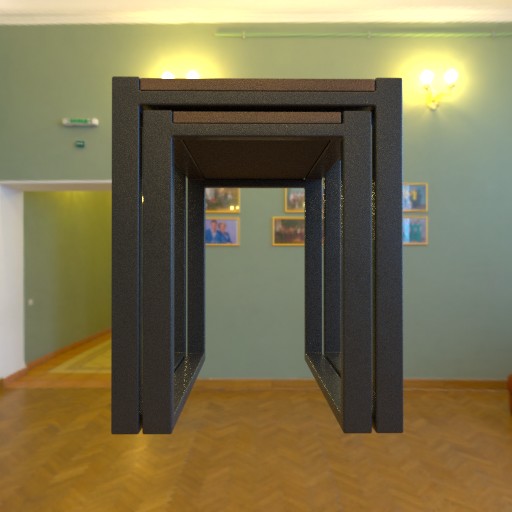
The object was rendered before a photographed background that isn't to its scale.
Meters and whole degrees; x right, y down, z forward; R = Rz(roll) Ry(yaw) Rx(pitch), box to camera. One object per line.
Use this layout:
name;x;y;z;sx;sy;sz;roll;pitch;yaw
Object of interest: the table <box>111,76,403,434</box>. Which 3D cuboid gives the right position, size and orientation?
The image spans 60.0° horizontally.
table;0.000;0.000;0.930;0.449;0.550;0.500;0;0;-1
